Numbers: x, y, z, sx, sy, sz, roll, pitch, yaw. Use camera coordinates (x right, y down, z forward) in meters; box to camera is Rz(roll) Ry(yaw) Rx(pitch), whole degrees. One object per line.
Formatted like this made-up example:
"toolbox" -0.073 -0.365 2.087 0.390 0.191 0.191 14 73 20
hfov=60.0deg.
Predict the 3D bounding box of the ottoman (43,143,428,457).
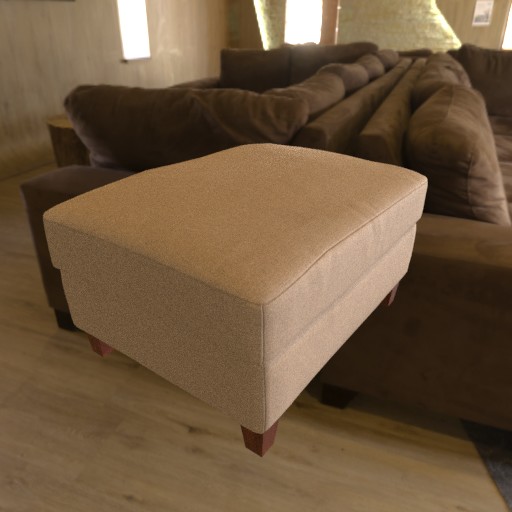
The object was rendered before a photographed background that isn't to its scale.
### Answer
"ottoman" 0.000 0.000 1.298 0.692 0.511 0.902 18 32 32
